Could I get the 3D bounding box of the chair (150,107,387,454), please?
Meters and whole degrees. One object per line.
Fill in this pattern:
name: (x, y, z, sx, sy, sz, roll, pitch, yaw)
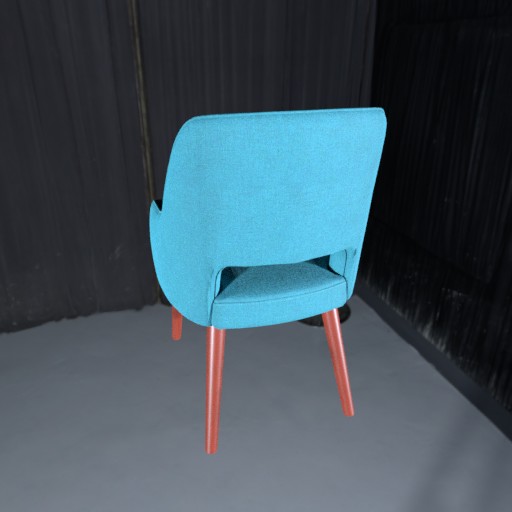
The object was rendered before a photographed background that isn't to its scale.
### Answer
chair: (0.000, 0.000, 1.242, 0.548, 0.849, 0.605, -8, 26, -17)
